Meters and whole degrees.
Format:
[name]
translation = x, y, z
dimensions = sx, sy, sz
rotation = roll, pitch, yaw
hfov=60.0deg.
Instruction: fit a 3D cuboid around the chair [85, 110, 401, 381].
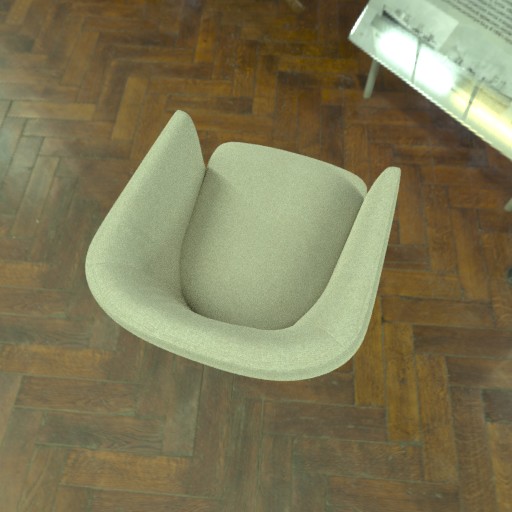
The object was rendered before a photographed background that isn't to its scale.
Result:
[chair]
translation = 0.000, 0.000, 1.629
dimensions = 0.822, 0.861, 0.986
rotation = 17, 65, 8
